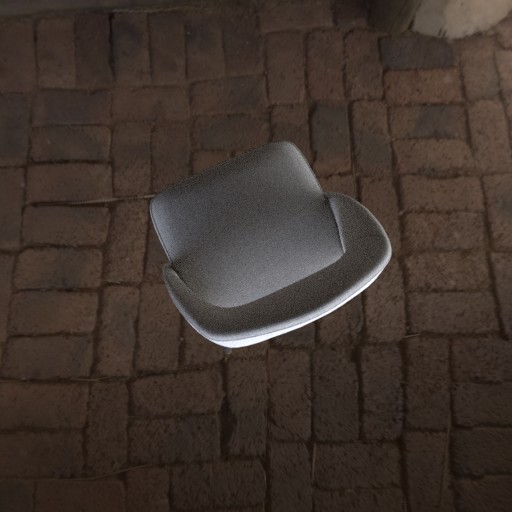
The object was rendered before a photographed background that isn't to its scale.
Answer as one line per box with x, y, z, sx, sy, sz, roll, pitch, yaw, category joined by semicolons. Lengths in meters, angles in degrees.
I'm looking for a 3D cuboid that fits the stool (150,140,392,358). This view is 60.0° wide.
0.000;0.000;1.285;0.494;0.940;0.509;-25;77;-6;stool
